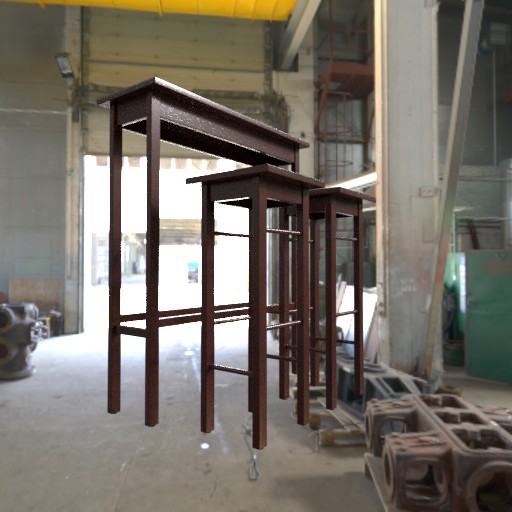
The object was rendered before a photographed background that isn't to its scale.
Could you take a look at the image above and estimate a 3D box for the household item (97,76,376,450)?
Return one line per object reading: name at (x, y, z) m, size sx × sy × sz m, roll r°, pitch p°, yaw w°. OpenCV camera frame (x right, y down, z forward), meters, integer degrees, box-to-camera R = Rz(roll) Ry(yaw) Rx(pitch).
household item at (0.000, 0.000, 1.665) m, size 0.676 × 1.067 × 0.914 m, roll -1°, pitch -2°, yaw 37°
